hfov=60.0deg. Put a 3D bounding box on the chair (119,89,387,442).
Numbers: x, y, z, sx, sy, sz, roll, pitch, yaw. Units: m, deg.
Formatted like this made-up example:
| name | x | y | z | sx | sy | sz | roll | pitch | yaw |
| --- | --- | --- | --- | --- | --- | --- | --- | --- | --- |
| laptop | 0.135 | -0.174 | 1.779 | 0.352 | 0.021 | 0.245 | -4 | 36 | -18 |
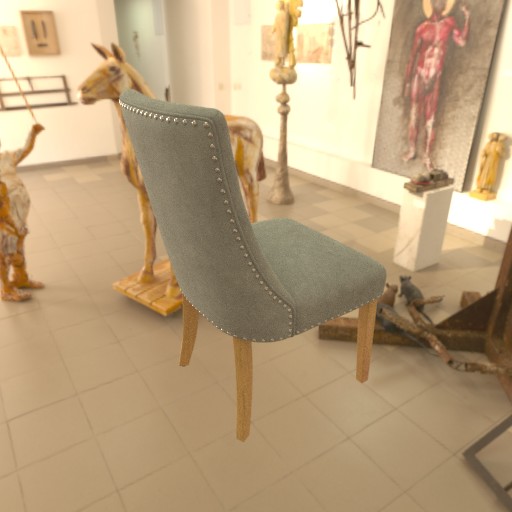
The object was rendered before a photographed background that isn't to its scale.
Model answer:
| name | x | y | z | sx | sy | sz | roll | pitch | yaw |
| --- | --- | --- | --- | --- | --- | --- | --- | --- | --- |
| chair | 0.000 | 0.000 | 1.281 | 0.610 | 0.902 | 0.495 | -17 | 31 | -30 |
